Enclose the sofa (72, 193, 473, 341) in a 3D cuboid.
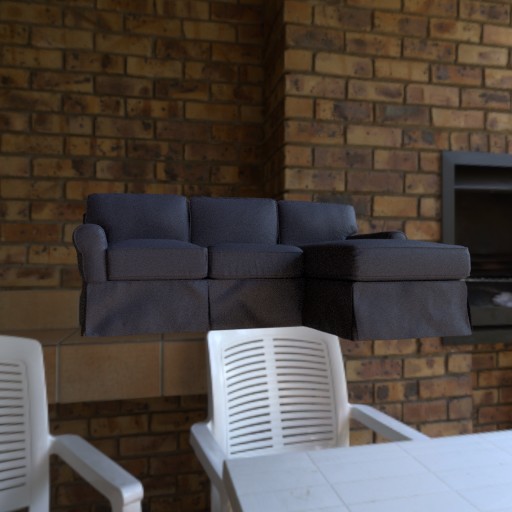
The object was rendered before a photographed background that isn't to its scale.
[{"bbox_3d":[0.000,0.000,3.247,2.518,1.039,1.637,0,-1,-18],"label":"sofa"}]
